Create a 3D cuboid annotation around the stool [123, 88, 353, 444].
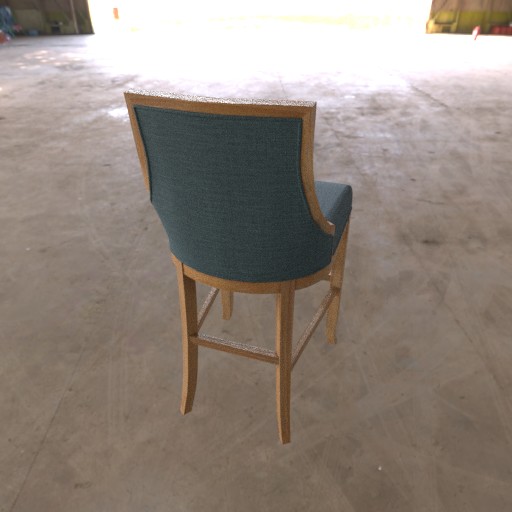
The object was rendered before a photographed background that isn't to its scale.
[{"bbox_3d":[0.000,0.000,1.443,0.524,1.101,0.626,10,32,16],"label":"stool"}]
